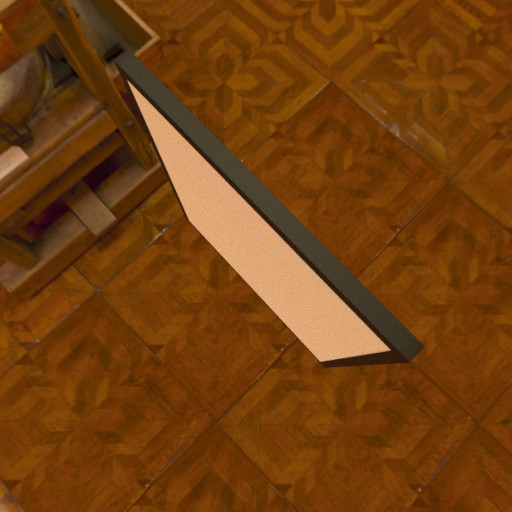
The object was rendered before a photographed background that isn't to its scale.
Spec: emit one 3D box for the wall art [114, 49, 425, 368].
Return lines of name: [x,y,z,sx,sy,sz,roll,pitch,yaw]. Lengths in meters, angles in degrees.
wall art: [0.000,0.000,0.685,0.021,0.509,0.430,-42,79,-10]
